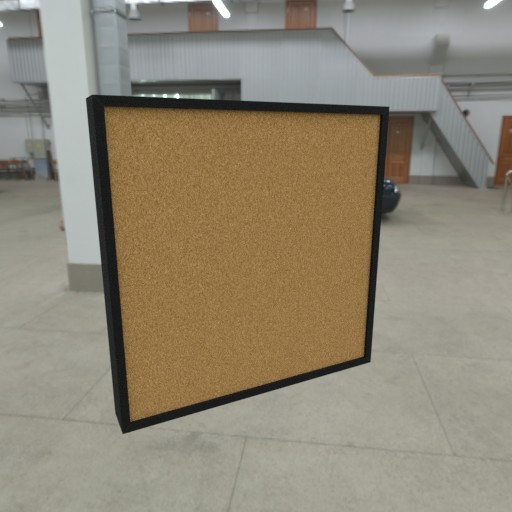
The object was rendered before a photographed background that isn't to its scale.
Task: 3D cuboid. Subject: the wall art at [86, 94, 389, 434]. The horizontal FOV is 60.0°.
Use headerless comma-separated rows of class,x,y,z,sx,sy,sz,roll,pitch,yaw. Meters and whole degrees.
wall art,0.000,0.000,0.466,0.305,0.305,0.037,-8,17,-26
